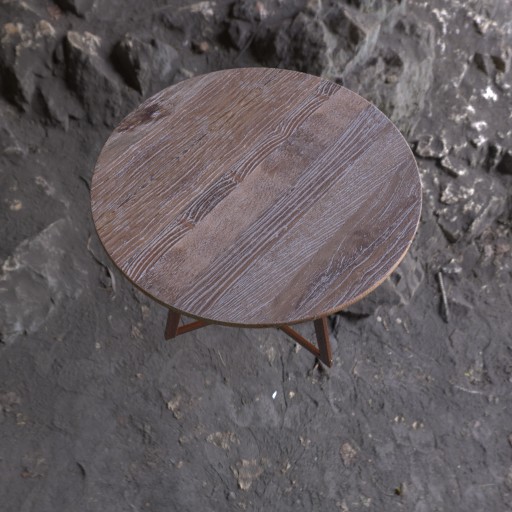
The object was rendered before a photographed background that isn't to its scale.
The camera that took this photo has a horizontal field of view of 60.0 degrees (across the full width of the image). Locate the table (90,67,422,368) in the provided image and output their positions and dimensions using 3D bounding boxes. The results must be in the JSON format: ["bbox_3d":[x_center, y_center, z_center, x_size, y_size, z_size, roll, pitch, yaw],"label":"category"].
[{"bbox_3d":[0.000,0.000,0.890,0.500,0.500,0.500,0,59,0],"label":"table"}]
